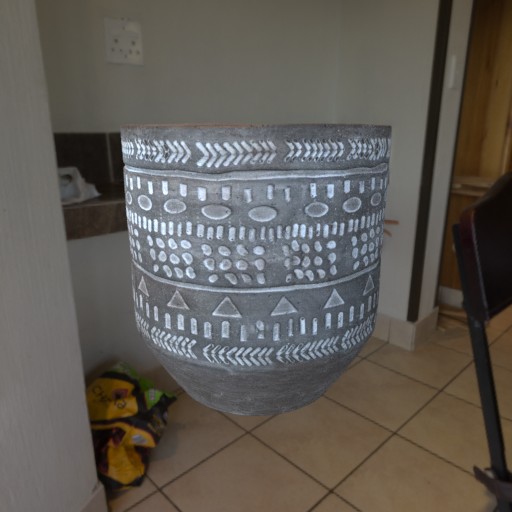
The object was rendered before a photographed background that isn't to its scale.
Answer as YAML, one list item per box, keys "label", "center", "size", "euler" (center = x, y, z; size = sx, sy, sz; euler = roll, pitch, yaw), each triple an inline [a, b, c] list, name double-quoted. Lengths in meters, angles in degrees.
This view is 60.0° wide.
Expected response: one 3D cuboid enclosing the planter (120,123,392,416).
- label: "planter"
  center: [0.000, 0.000, 0.260]
  size: [0.142, 0.149, 0.142]
  euler: [0, 17, 0]
